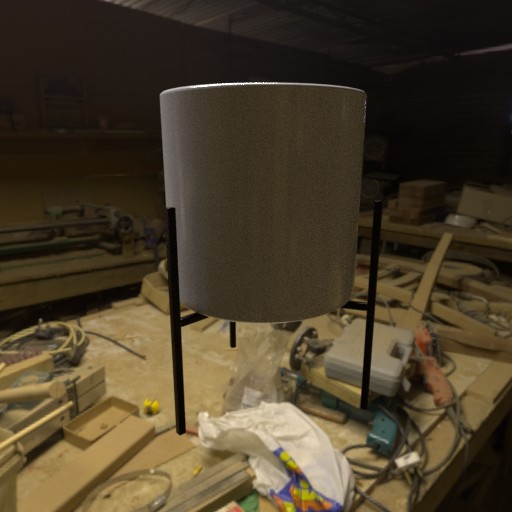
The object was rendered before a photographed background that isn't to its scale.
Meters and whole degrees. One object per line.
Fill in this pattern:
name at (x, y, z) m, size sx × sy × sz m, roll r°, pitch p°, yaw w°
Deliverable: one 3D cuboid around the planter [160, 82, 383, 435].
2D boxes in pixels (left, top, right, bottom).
planter at (0.000, 0.000, 0.515) m, size 0.239 × 0.356 × 0.239 m, roll -14°, pitch 20°, yaw -42°
